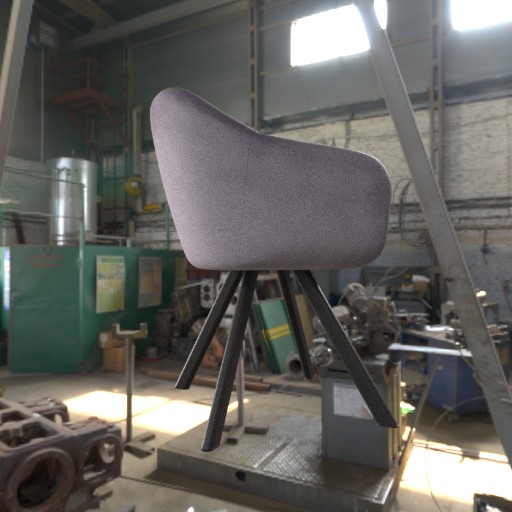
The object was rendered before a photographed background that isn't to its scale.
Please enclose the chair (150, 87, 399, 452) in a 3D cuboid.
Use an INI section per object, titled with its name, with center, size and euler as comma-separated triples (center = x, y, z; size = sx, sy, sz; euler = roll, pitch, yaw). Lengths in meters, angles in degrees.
[chair]
center = 0.000, 0.000, 1.157
size = 0.540, 0.780, 0.570
euler = 0, -1, -17
